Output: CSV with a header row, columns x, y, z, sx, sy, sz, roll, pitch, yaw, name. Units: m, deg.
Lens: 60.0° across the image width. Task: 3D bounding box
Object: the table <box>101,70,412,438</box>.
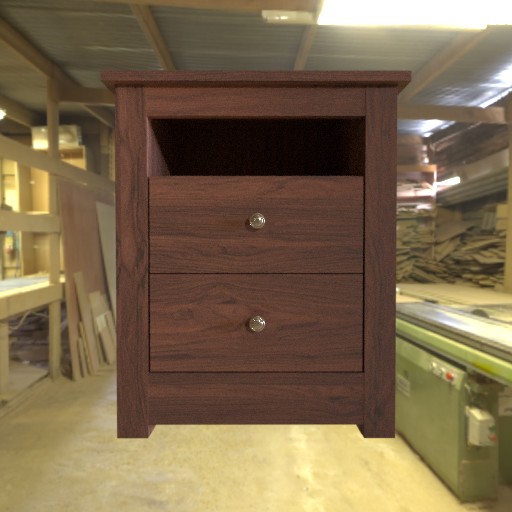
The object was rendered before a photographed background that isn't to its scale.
x,y,z,sx,sy,sz,roll,pitch,yaw,name
0.000,0.000,1.045,0.589,0.711,0.406,0,1,0,table
